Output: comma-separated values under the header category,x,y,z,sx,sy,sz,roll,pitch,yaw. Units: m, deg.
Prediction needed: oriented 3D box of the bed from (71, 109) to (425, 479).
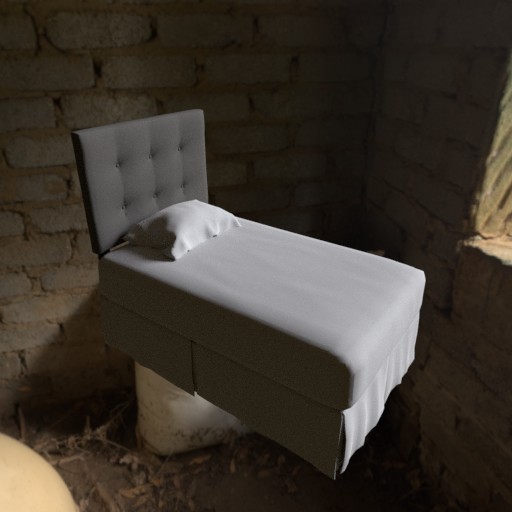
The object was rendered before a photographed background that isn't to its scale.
category,x,y,z,sx,sy,sz,roll,pitch,yaw
bed,0.000,0.000,2.926,1.997,1.571,1.261,18,32,31
